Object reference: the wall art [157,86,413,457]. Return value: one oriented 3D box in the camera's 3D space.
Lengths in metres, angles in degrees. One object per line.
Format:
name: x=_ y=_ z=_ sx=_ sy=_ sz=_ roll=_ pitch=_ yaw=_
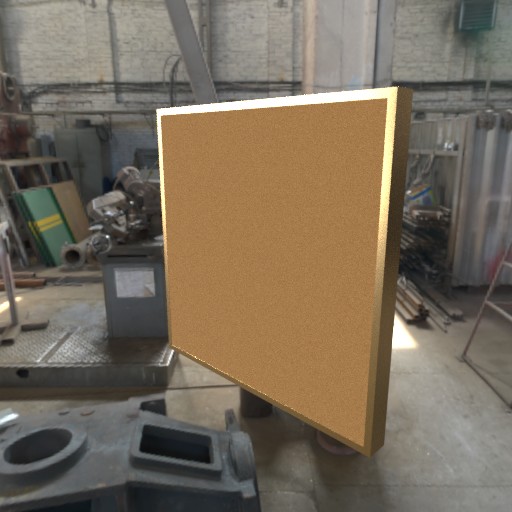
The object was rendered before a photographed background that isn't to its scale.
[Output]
wall art: x=0.000 y=0.000 z=0.771 sx=0.509 sy=0.509 sz=0.040 roll=14 pitch=20 yaw=43
